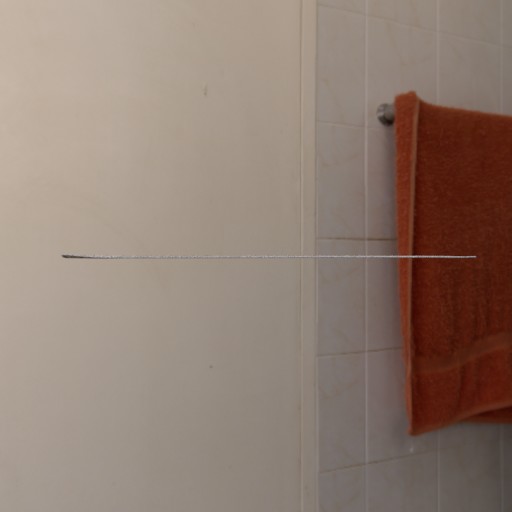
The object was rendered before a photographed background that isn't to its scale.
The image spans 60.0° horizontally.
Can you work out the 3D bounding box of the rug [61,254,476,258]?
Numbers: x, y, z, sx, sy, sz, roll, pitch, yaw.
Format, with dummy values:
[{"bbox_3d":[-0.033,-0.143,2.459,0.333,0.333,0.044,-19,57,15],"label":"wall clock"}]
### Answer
[{"bbox_3d":[0.000,0.000,2.398,1.828,0.019,1.209,0,0,-18],"label":"rug"}]
